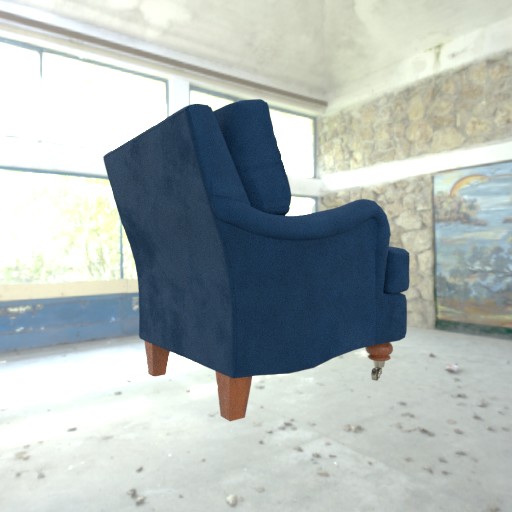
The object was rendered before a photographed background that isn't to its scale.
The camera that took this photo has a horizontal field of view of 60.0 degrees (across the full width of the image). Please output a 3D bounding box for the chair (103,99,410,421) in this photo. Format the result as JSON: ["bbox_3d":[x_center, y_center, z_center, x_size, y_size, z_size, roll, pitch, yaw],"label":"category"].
[{"bbox_3d":[0.000,0.000,1.934,1.078,1.076,0.895,0,0,-35],"label":"chair"}]
